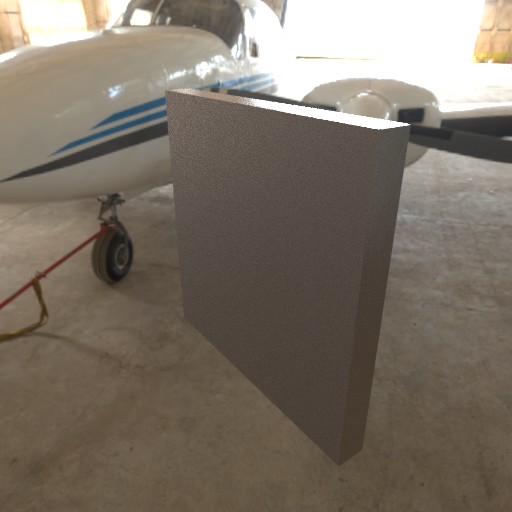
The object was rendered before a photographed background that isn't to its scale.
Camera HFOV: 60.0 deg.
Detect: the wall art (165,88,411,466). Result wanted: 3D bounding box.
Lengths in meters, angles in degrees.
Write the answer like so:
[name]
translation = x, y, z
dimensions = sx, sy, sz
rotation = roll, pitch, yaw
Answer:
[wall art]
translation = 0.000, 0.000, 0.531
dimensions = 0.038, 0.350, 0.350
rotation = -18, 31, -32
